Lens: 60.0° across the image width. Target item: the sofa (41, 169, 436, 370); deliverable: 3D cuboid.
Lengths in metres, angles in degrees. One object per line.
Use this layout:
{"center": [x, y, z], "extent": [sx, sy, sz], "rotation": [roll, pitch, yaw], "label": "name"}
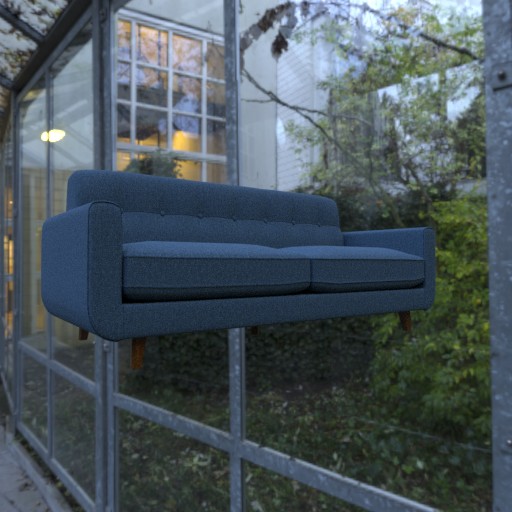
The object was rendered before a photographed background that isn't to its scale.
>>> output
{"center": [0.000, 0.000, 2.486], "extent": [2.055, 0.884, 0.942], "rotation": [1, -1, -35], "label": "sofa"}
